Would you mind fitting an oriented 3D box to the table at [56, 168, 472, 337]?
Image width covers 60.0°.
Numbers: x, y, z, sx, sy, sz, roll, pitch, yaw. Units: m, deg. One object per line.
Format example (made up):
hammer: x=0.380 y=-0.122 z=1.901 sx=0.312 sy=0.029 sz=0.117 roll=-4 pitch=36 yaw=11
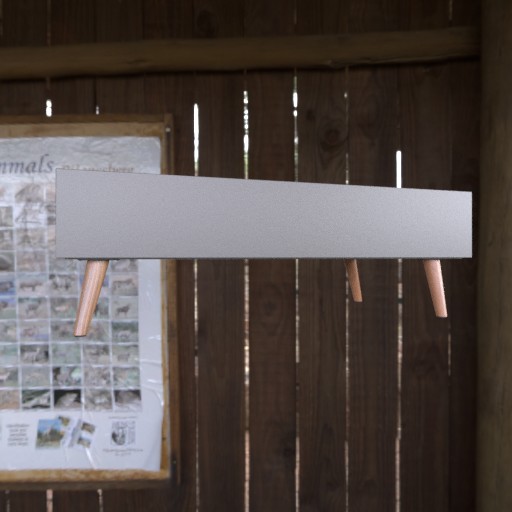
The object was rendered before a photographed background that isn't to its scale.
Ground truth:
table: x=0.000 y=0.000 z=1.543 sx=1.201 sy=0.404 sz=0.703 roll=0 pitch=0 yaw=-18
